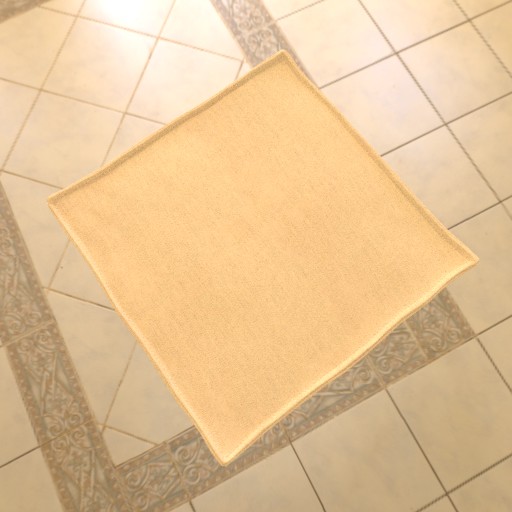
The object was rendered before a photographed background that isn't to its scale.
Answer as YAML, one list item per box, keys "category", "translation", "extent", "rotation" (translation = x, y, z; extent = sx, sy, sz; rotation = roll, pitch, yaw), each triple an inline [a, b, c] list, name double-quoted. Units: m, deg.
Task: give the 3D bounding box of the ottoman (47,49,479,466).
- category: "ottoman"
  translation: [0.000, 0.000, 1.152]
  extent: [0.696, 0.470, 0.707]
  rotation: [-36, 79, -8]
